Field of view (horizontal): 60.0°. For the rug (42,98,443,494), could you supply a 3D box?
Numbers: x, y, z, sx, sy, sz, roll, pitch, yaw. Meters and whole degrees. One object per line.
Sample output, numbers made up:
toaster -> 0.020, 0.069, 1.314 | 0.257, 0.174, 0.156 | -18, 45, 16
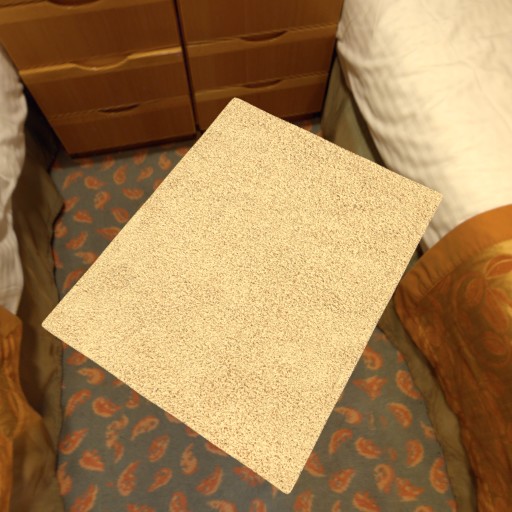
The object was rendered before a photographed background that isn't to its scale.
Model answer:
rug -> 0.000, 0.000, 4.058 | 2.438, 0.029, 3.047 | 29, 68, 13
